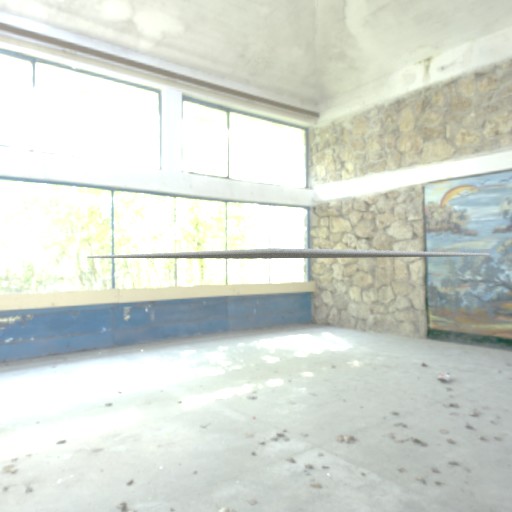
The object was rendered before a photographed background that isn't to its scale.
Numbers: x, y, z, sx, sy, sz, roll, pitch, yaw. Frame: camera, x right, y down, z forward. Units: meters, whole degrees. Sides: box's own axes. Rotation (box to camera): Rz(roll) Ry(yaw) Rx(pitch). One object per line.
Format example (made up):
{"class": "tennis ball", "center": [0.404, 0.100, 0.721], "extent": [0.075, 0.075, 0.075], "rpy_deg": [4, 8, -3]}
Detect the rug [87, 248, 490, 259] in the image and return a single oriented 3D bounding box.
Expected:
{"class": "rug", "center": [0.000, 0.000, 2.327], "extent": [1.219, 0.013, 1.829], "rpy_deg": [1, -1, -36]}
